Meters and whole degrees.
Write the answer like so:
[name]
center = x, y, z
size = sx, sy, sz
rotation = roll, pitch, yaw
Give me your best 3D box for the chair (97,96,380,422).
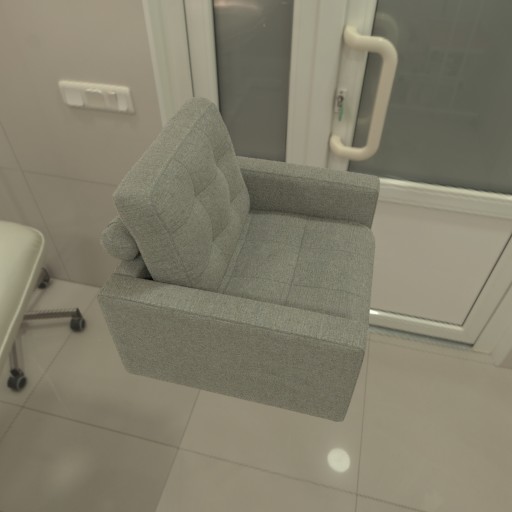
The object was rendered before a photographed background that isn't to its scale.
[chair]
center = 0.000, 0.000, 1.591
size = 0.843, 0.880, 0.821
rotation = 10, 46, 10
